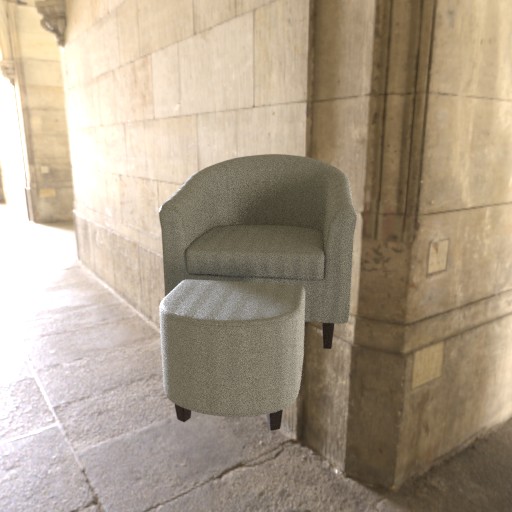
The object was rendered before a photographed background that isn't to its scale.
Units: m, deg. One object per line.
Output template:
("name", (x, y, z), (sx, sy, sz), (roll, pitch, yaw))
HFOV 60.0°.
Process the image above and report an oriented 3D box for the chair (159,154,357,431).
("chair", (0.000, 0.000, 1.744), (0.756, 0.757, 1.288), (2, 14, 9))
